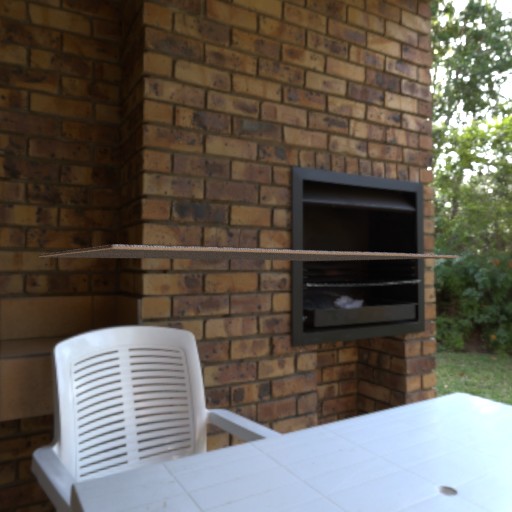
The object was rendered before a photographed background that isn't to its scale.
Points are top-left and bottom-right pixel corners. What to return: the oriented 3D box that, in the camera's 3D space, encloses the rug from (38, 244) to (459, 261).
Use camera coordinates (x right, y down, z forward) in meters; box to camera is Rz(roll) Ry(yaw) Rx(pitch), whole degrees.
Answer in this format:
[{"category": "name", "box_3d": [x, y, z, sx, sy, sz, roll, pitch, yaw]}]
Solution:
[{"category": "rug", "box_3d": [0.000, 0.000, 3.030, 2.464, 0.023, 1.521, 1, -2, -36]}]
